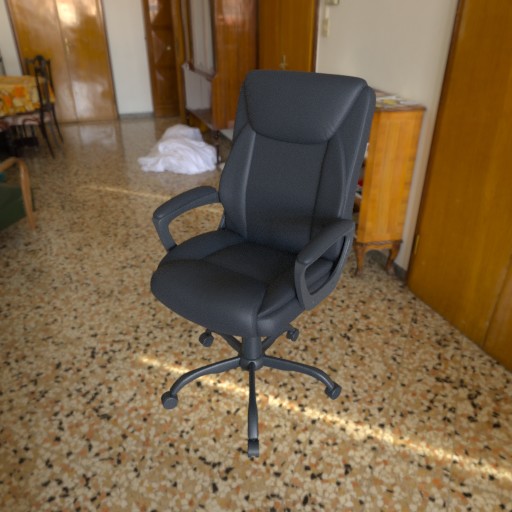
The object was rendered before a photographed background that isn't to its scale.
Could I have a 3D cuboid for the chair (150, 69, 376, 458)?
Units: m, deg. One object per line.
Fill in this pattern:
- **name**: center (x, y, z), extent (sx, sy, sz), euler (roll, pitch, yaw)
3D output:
- **chair**: center (0.000, 0.000, 1.448), extent (0.615, 1.072, 0.655), euler (18, 33, 29)
